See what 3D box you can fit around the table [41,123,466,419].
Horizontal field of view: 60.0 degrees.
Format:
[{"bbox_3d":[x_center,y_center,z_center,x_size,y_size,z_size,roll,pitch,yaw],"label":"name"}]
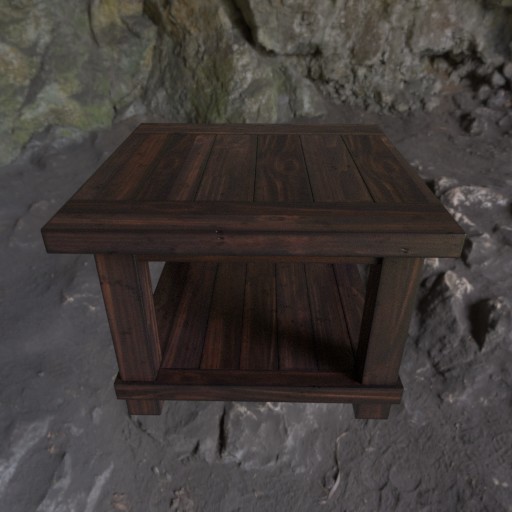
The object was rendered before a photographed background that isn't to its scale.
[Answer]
[{"bbox_3d":[0.000,0.000,0.994,0.606,0.437,0.593,1,31,1],"label":"table"}]
